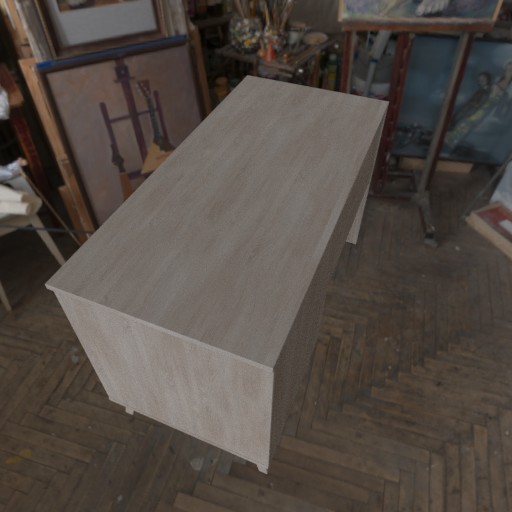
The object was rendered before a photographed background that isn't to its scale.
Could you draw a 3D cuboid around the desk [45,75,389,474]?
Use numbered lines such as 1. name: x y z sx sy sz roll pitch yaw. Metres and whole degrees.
1. desk: 0.000 0.000 1.682 0.600 0.770 1.251 17 49 15
